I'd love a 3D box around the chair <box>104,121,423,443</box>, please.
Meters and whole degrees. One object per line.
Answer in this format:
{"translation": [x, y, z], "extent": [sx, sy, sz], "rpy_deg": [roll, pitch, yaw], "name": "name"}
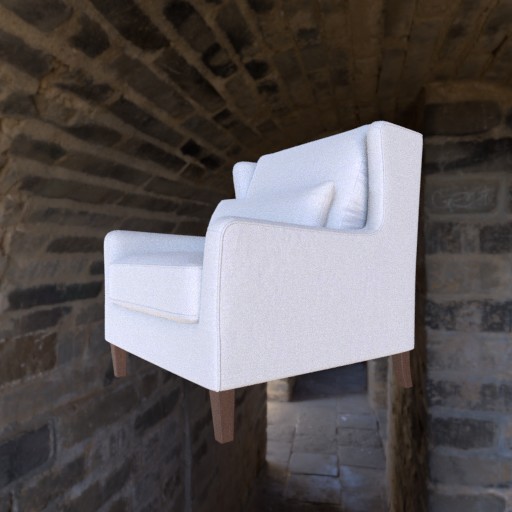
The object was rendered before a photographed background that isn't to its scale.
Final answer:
{"translation": [0.000, 0.000, 1.864], "extent": [1.040, 1.056, 0.982], "rpy_deg": [0, 0, -37], "name": "chair"}
